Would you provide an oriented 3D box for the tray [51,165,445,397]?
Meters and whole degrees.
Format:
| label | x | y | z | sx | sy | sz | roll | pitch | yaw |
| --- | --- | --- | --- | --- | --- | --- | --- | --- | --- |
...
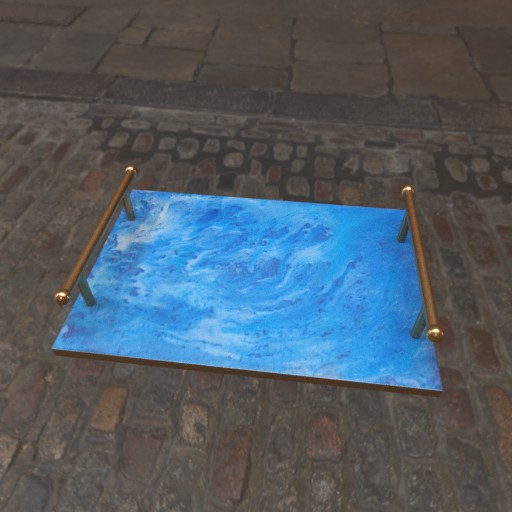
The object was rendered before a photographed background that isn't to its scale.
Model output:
| label | x | y | z | sx | sy | sz | roll | pitch | yaw |
| --- | --- | --- | --- | --- | --- | --- | --- | --- | --- |
| tray | 0.000 | 0.000 | 0.581 | 0.444 | 0.084 | 0.304 | 5 | 46 | 5 |
